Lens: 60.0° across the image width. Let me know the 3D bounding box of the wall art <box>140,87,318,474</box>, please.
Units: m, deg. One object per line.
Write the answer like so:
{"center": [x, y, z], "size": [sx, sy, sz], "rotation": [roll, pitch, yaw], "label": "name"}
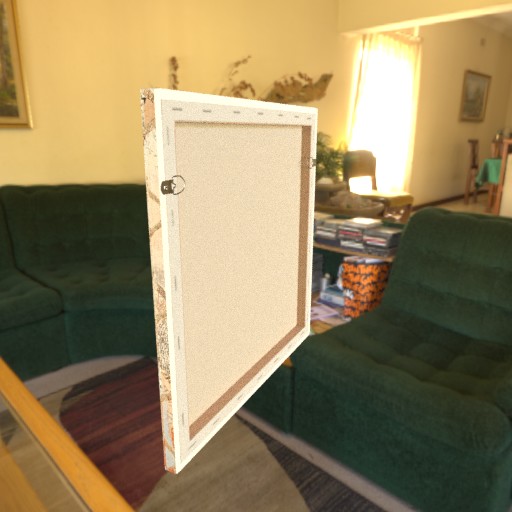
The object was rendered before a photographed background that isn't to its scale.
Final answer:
{"center": [0.000, 0.000, 1.380], "size": [0.039, 0.914, 0.912], "rotation": [8, 18, 27], "label": "wall art"}
